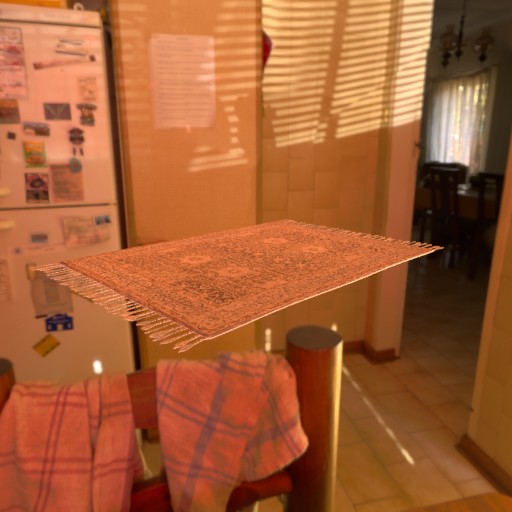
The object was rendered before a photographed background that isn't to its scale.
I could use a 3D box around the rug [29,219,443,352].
[{"bbox_3d":[0.000,0.000,3.086,2.465,0.023,1.619,-14,21,-42],"label":"rug"}]
